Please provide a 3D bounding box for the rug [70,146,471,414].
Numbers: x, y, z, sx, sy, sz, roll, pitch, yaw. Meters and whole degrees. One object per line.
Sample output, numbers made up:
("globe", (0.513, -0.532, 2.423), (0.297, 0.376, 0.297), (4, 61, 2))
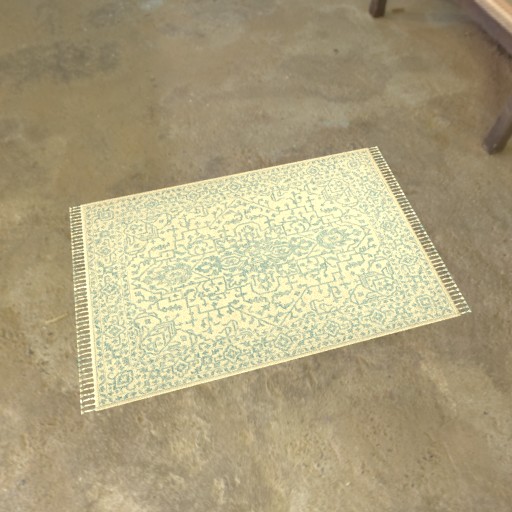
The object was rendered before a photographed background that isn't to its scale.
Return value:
("rug", (0.000, 0.000, 3.044), (2.438, 0.010, 1.524), (-13, 59, -8))
